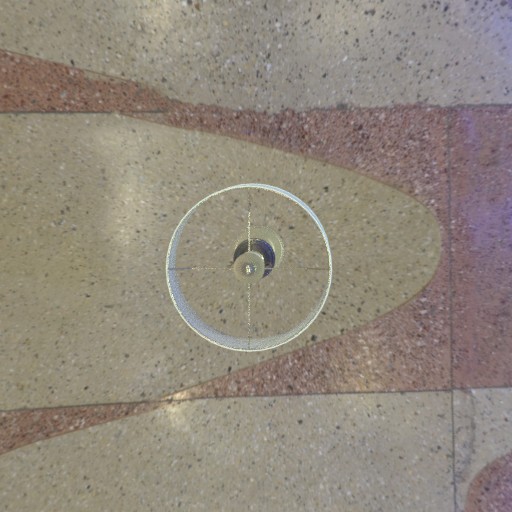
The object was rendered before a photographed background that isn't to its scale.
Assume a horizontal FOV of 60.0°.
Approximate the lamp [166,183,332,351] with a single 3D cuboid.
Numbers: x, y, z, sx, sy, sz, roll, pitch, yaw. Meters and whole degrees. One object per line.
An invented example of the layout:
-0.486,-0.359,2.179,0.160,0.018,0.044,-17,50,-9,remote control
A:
0.000,0.000,1.655,0.431,1.488,0.431,0,92,1,lamp
